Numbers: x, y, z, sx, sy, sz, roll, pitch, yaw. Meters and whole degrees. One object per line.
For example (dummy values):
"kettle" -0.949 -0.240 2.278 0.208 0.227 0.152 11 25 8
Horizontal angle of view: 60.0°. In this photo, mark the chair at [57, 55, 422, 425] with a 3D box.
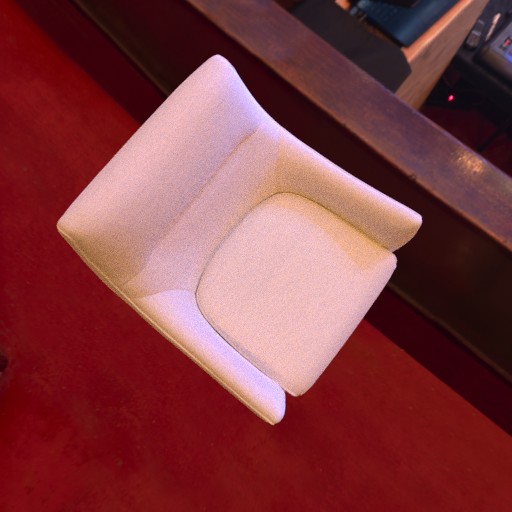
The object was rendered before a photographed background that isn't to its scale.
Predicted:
"chair" 0.000 0.000 1.450 0.787 0.838 0.762 37 80 8
